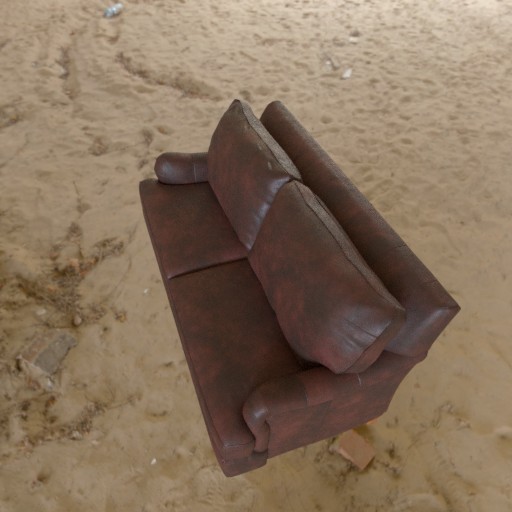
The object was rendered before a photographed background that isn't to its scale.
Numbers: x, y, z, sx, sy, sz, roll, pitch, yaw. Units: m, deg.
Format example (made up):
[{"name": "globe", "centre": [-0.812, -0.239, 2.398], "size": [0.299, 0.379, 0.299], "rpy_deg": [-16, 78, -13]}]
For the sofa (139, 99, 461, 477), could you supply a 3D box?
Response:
[{"name": "sofa", "centre": [0.000, 0.000, 2.738], "size": [1.147, 1.071, 2.144], "rpy_deg": [-15, 47, -14]}]
